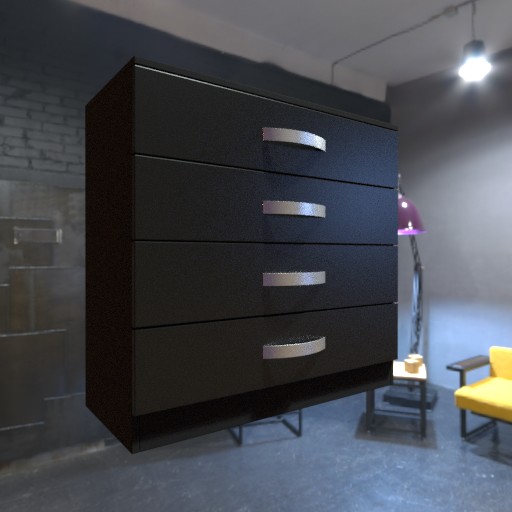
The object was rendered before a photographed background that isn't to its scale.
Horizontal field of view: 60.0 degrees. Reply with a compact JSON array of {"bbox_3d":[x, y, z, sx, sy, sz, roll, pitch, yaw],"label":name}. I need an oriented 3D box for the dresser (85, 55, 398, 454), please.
[{"bbox_3d":[0.000,0.000,1.134,0.750,0.720,0.360,0,0,-35],"label":"dresser"}]
